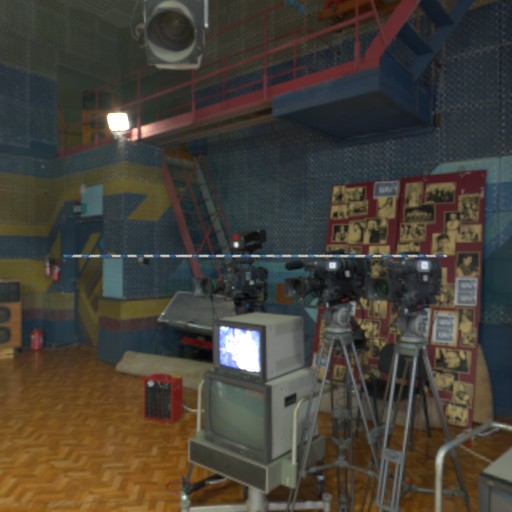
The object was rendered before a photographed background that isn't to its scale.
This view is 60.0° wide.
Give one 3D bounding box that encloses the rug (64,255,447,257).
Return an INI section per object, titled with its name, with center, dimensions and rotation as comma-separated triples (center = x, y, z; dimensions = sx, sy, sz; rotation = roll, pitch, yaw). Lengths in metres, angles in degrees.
[rug]
center = 0.000, 0.000, 2.324
dimensions = 1.225, 0.008, 1.830
rotation = 0, 0, 0
